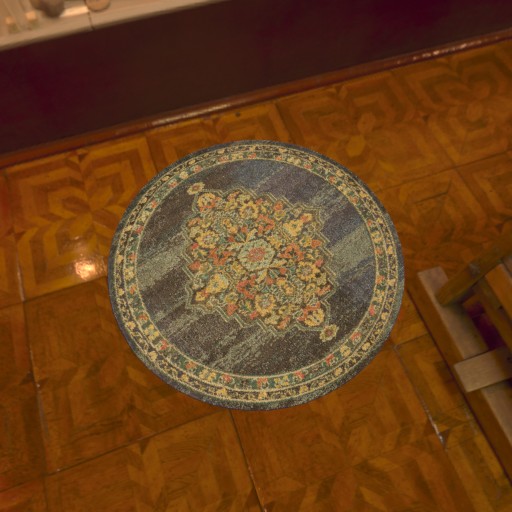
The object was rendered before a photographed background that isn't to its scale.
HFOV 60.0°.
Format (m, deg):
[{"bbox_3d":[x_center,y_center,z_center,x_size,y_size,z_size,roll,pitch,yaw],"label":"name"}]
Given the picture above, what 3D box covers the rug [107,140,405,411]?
[{"bbox_3d":[0.000,0.000,2.395,1.591,0.010,1.591,0,64,0],"label":"rug"}]
